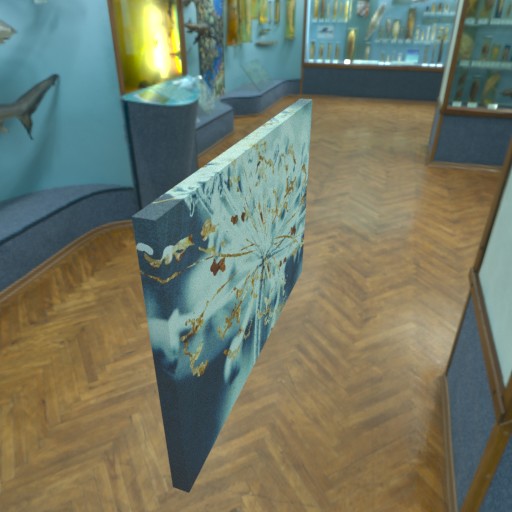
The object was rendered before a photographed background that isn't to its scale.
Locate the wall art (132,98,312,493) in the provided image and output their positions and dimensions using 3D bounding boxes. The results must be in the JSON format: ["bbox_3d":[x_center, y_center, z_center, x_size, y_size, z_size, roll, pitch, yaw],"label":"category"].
[{"bbox_3d":[0.000,0.000,1.126,0.038,0.608,0.912,10,31,17],"label":"wall art"}]
